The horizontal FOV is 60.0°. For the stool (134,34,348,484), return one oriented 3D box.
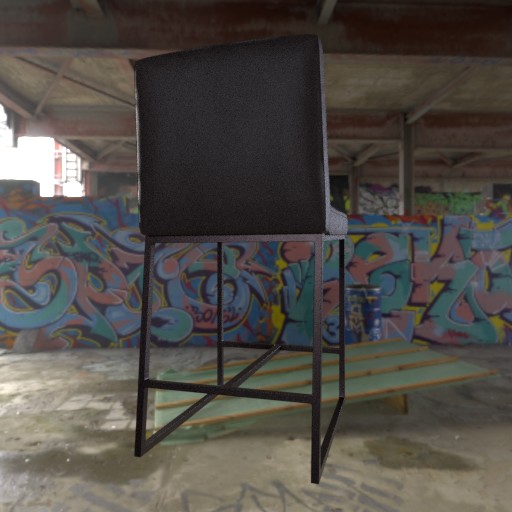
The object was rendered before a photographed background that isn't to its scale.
[{"bbox_3d":[0.000,0.000,1.237,0.463,0.946,0.562,0,0,17],"label":"stool"}]
